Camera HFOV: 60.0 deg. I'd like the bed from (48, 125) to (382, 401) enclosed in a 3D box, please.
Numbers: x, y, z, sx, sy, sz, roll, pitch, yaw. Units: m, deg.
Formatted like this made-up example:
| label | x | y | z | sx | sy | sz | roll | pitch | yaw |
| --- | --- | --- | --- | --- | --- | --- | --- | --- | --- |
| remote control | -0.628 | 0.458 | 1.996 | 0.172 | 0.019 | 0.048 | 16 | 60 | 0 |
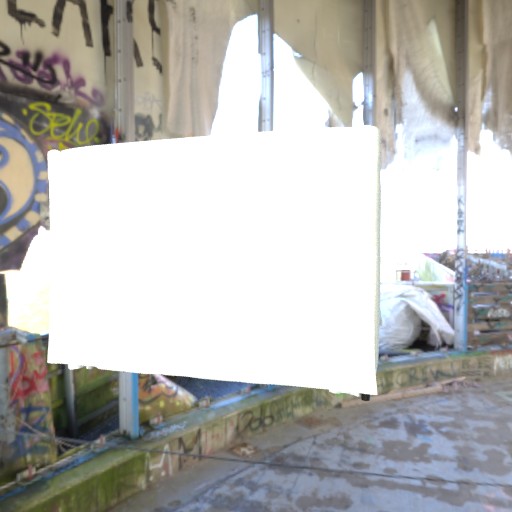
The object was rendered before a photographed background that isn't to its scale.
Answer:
| label | x | y | z | sx | sy | sz | roll | pitch | yaw |
| --- | --- | --- | --- | --- | --- | --- | --- | --- | --- |
| bed | 0.000 | 0.000 | 3.431 | 1.925 | 1.332 | 2.276 | 1 | 2 | 18 |
